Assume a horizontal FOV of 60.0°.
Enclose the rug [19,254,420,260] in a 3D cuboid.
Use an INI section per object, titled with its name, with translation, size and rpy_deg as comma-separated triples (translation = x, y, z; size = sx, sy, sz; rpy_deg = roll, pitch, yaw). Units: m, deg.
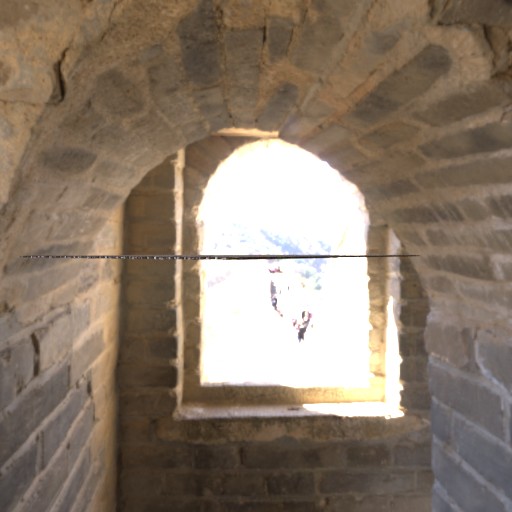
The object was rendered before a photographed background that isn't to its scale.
[rug]
translation = 0.000, 0.000, 2.495
size = 1.237, 0.010, 2.029
rpy_deg = 0, 0, 36
